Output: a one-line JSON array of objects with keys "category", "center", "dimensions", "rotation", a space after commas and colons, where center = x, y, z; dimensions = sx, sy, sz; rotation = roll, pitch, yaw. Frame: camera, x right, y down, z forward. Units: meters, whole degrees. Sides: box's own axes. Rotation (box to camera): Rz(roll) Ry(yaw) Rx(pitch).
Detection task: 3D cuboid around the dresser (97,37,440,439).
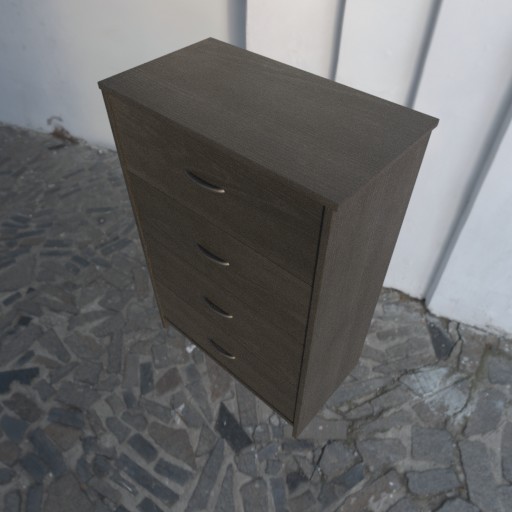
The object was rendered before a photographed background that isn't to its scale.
[{"category": "dresser", "center": [0.000, 0.000, 1.373], "dimensions": [0.700, 1.020, 0.398], "rotation": [33, 54, 27]}]
